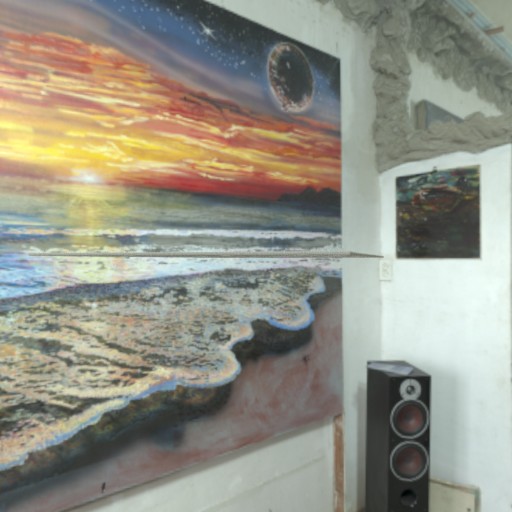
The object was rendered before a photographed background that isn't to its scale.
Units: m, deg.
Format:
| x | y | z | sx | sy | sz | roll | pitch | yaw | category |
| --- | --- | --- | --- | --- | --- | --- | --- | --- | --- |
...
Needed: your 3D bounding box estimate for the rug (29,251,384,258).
| x | y | z | sx | sy | sz | roll | pitch | yaw | category |
| --- | --- | --- | --- | --- | --- | --- | --- | --- | --- |
| 0.000 | 0.000 | 2.947 | 1.526 | 0.014 | 2.290 | 0 | -1 | 19 | rug |
